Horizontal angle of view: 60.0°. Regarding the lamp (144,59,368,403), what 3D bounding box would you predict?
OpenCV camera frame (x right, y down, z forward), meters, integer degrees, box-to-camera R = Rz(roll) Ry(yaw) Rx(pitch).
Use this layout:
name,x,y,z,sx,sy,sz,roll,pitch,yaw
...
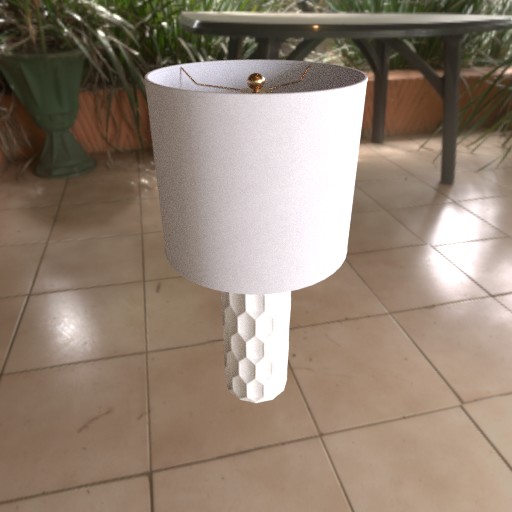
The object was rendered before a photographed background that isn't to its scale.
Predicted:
name,x,y,z,sx,sy,sz,roll,pitch,yaw
lamp,0.000,0.000,0.696,0.277,0.537,0.277,-8,31,-13
